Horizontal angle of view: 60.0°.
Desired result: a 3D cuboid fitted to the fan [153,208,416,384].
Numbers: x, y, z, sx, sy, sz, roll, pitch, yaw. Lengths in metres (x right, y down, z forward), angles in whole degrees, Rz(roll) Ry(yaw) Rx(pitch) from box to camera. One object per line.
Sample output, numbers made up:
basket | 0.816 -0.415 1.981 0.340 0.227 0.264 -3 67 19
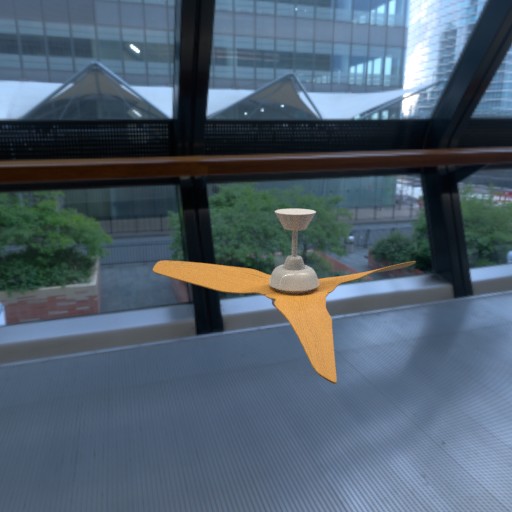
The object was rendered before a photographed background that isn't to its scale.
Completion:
fan | 0.000 0.000 1.663 1.010 0.355 1.142 7 16 26
